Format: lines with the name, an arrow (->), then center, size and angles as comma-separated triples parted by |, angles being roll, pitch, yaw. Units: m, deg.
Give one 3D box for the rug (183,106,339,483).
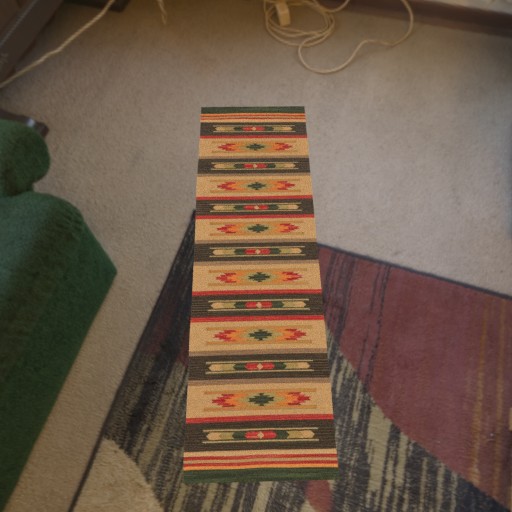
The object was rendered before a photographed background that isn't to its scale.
rug -> 0.000, 0.000, 2.688 | 0.760, 0.009, 2.440 | -1, 63, -1
